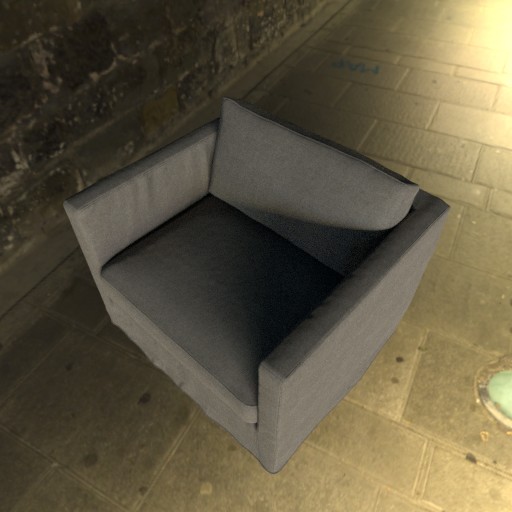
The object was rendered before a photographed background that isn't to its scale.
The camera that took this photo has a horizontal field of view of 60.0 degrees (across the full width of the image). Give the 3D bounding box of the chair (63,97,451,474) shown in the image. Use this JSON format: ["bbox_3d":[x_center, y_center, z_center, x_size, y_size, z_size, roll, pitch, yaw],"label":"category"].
[{"bbox_3d":[0.000,0.000,1.745,1.057,0.863,0.949,34,56,27],"label":"chair"}]
